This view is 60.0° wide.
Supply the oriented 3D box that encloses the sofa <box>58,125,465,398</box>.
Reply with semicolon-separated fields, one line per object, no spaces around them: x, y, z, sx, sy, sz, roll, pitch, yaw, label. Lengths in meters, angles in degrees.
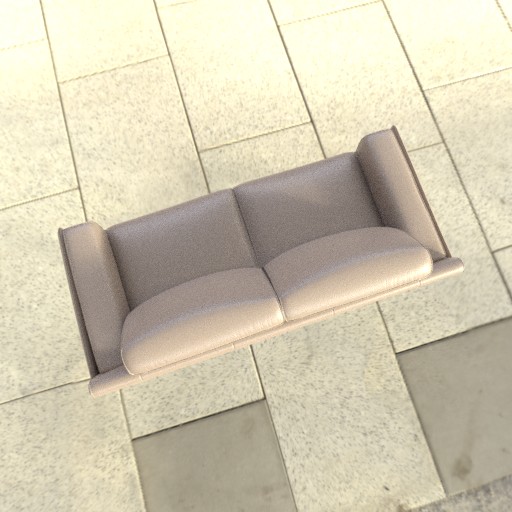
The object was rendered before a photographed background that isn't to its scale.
0.000;0.000;2.590;2.101;0.930;1.049;-18;77;-4;sofa
